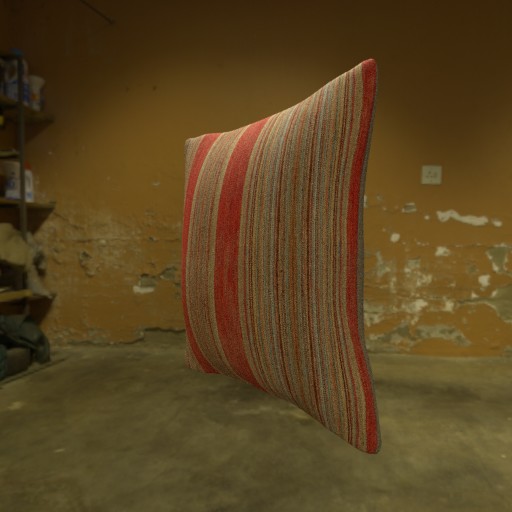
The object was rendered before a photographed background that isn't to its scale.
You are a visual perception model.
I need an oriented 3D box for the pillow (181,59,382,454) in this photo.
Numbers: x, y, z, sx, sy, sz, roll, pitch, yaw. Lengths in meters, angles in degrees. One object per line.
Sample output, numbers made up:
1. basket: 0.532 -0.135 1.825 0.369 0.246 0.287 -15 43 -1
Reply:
1. pillow: 0.000 0.000 0.636 0.136 0.419 0.437 -1 1 -36
